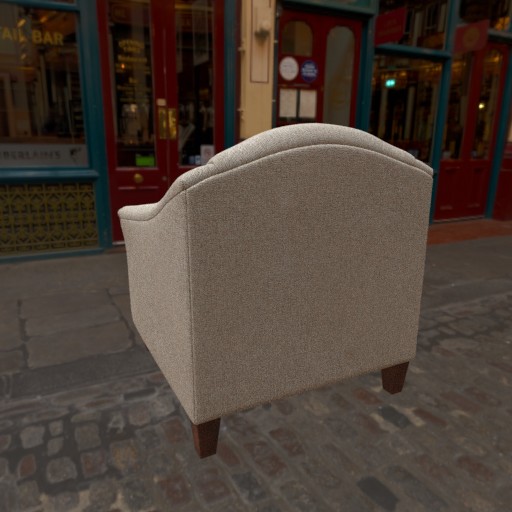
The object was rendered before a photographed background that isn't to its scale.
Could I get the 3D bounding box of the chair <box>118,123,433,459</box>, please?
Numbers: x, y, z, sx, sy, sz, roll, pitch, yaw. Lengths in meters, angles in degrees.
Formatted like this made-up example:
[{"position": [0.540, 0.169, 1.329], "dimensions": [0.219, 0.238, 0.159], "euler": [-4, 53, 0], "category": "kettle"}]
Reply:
[{"position": [0.000, 0.000, 1.501], "dimensions": [0.763, 0.839, 0.787], "euler": [-7, 16, -26], "category": "chair"}]
